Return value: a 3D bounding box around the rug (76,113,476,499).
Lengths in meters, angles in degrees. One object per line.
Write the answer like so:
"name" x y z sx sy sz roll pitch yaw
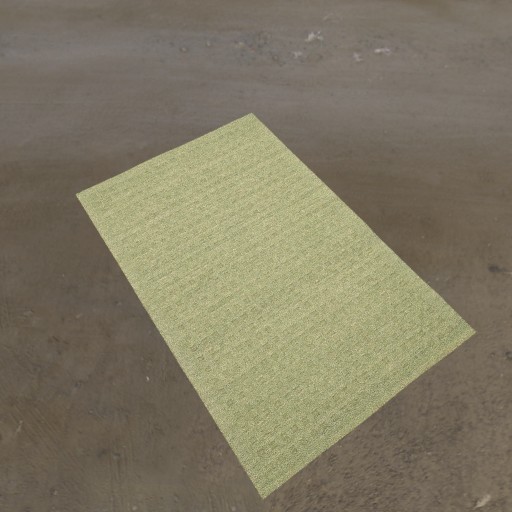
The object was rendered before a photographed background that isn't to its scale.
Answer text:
"rug" 0.000 0.000 2.155 1.143 0.006 1.747 -30 62 -18
